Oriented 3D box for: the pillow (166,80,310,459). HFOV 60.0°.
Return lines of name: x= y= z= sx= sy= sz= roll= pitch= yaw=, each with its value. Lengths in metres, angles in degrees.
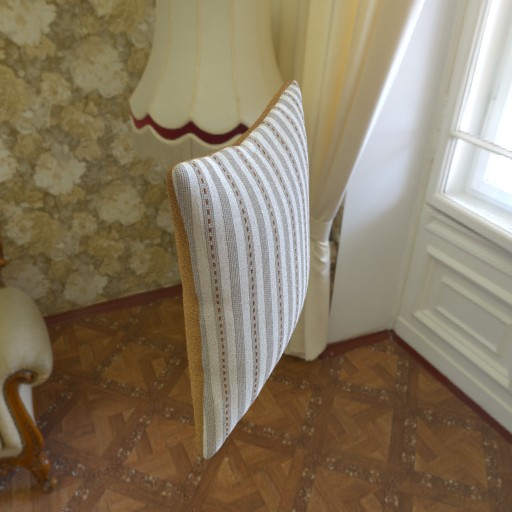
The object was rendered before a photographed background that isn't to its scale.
pillow: x=0.000 y=0.000 z=0.674 sx=0.147 sy=0.437 sz=0.432 roll=9 pitch=33 yaw=15
